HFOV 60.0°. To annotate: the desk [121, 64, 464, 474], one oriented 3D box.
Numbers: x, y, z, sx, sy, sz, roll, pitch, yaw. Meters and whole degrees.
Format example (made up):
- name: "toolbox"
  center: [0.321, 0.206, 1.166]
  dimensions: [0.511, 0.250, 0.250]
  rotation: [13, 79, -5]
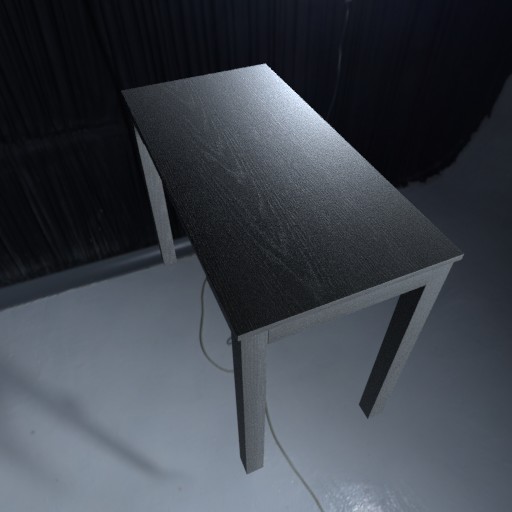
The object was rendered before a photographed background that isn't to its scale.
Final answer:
- name: "desk"
  center: [0.000, 0.000, 1.427]
  dimensions: [0.499, 0.762, 0.991]
  rotation: [-17, 49, -16]
